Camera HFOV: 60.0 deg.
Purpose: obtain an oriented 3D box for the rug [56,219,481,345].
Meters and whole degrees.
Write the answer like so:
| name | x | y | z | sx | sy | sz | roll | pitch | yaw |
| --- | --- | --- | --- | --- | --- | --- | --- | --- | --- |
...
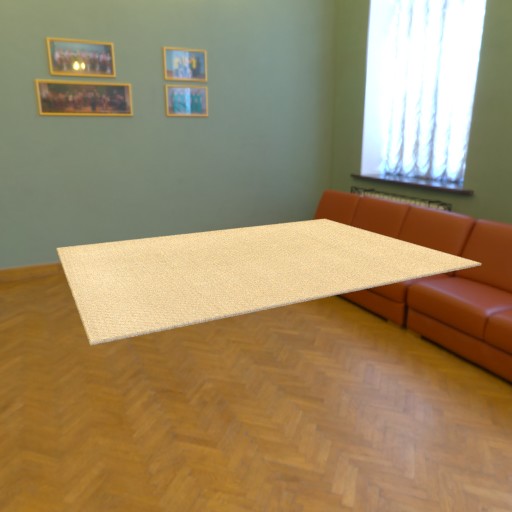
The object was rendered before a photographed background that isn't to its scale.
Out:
| name | x | y | z | sx | sy | sz | roll | pitch | yaw |
| --- | --- | --- | --- | --- | --- | --- | --- | --- | --- |
| rug | 0.000 | 0.000 | 2.722 | 2.144 | 0.013 | 1.509 | -8 | 18 | -27 |
